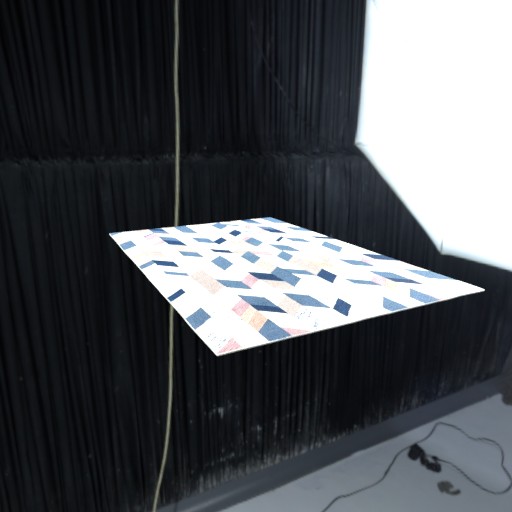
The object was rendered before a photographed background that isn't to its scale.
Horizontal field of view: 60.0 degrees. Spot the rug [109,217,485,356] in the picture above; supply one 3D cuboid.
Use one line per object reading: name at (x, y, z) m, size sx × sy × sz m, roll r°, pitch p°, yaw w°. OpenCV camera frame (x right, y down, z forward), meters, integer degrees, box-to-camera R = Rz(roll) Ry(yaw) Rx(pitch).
rug at (0.000, 0.000, 2.341) m, size 1.202 × 0.006 × 1.813 m, roll -8°, pitch 18°, yaw -26°
